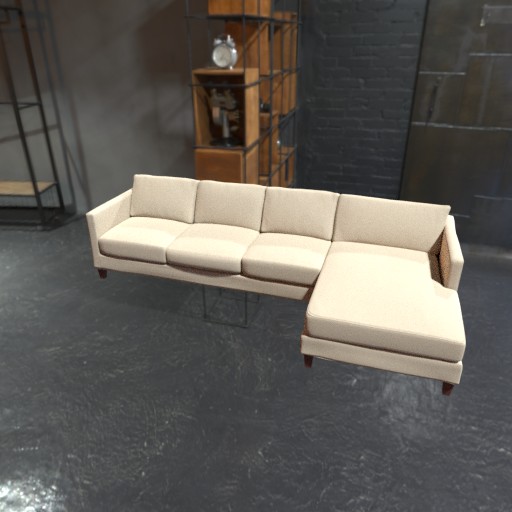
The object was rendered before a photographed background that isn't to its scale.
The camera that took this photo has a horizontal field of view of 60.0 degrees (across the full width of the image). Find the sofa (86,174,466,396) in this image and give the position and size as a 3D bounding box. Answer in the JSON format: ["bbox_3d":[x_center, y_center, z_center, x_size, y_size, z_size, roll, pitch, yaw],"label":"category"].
[{"bbox_3d":[0.000,0.000,3.775,3.186,0.861,1.625,8,27,16],"label":"sofa"}]
